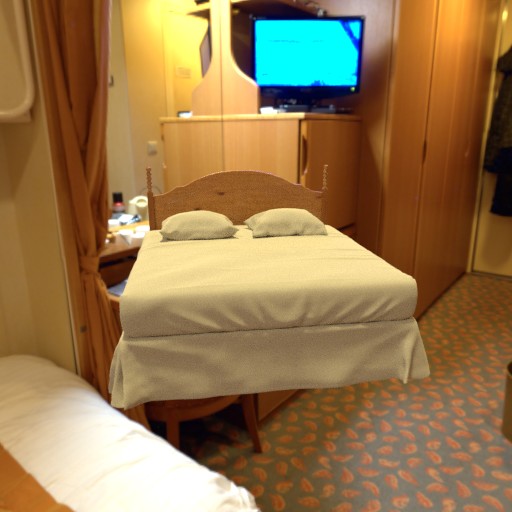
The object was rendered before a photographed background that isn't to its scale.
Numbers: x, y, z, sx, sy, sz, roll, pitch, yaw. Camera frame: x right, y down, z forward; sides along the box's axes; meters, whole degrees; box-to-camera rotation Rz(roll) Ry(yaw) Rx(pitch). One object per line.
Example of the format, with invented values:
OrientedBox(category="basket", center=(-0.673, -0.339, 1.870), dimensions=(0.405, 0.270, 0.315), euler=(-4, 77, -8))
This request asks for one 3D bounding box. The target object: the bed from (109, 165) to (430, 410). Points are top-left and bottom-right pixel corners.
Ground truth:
OrientedBox(category="bed", center=(0.000, 0.000, 3.782), dimensions=(2.322, 1.355, 2.219), euler=(-2, 16, -8))
